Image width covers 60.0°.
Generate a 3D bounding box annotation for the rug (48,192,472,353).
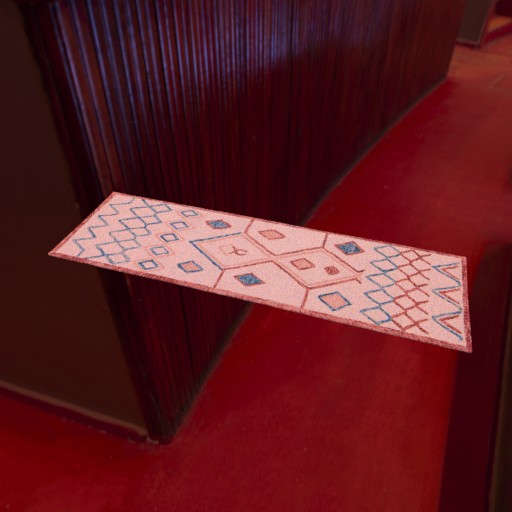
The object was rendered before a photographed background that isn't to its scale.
[{"bbox_3d":[0.000,0.000,2.700,2.435,0.011,0.750,12,42,13],"label":"rug"}]
